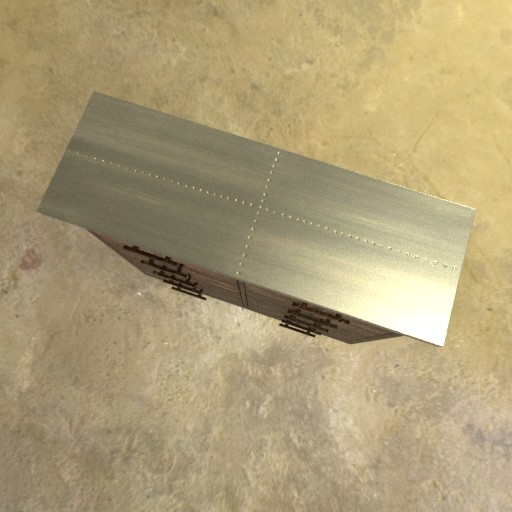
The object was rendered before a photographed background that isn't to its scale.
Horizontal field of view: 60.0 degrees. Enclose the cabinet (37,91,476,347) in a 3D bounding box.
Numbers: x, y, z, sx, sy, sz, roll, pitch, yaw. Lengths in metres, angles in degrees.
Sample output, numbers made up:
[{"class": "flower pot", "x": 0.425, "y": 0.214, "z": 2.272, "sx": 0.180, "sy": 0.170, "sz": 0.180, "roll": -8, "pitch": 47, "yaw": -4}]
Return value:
[{"class": "cabinet", "x": 0.000, "y": 0.000, "z": 1.478, "sx": 0.968, "sy": 0.919, "sz": 0.338, "roll": 18, "pitch": 78, "yaw": 4}]
